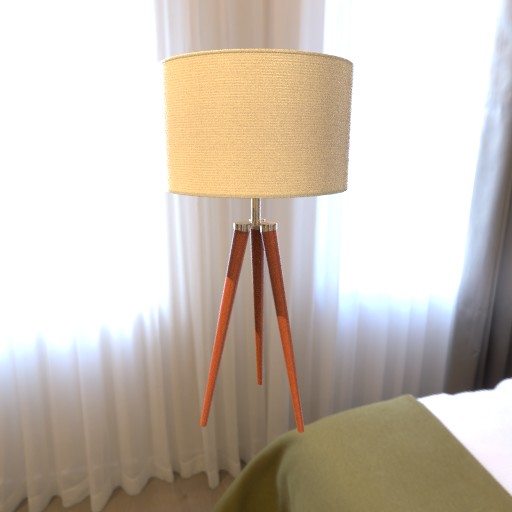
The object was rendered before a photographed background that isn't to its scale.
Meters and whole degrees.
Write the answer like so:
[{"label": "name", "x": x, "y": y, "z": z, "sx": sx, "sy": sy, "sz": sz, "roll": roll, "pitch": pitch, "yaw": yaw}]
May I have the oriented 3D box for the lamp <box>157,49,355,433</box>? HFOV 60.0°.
[{"label": "lamp", "x": 0.000, "y": 0.000, "z": 0.901, "sx": 0.355, "sy": 0.709, "sz": 0.354, "roll": -13, "pitch": 19, "yaw": -43}]
